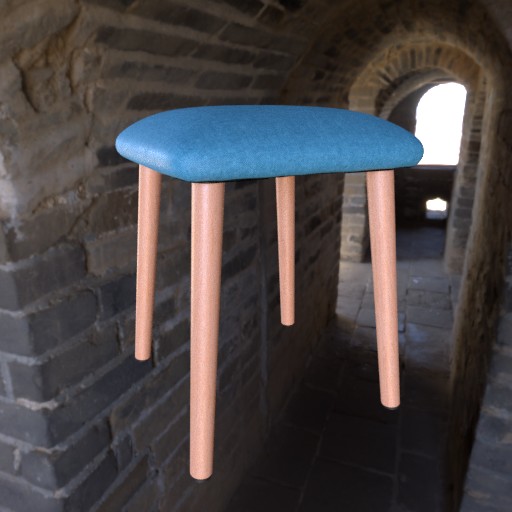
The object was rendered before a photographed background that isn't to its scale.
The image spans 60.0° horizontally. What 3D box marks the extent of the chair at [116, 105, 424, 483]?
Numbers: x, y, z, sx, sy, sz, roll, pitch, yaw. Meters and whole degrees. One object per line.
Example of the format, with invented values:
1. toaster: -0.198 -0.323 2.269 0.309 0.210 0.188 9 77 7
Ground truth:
1. chair: 0.000 0.000 0.699 0.360 0.450 0.360 -9 20 -25
